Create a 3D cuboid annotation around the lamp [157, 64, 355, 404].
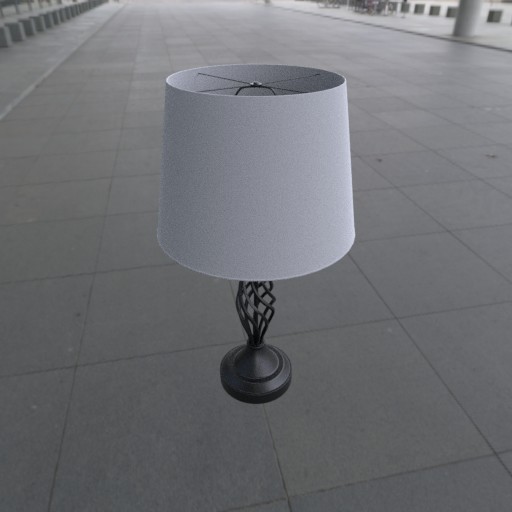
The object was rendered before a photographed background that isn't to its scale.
[{"bbox_3d":[0.000,0.000,0.784,0.331,0.594,0.331,0,31,0],"label":"lamp"}]
